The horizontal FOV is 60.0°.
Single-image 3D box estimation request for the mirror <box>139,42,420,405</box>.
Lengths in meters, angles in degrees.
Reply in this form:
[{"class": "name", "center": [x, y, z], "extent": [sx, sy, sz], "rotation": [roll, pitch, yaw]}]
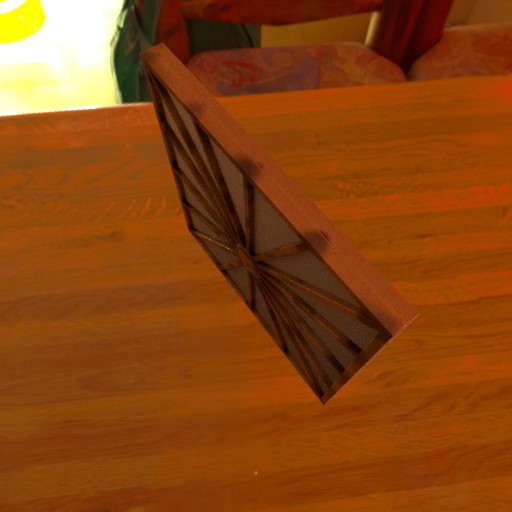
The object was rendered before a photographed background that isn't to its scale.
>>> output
[{"class": "mirror", "center": [0.000, 0.000, 0.767], "extent": [0.042, 0.507, 0.509], "rotation": [-34, 69, -15]}]
